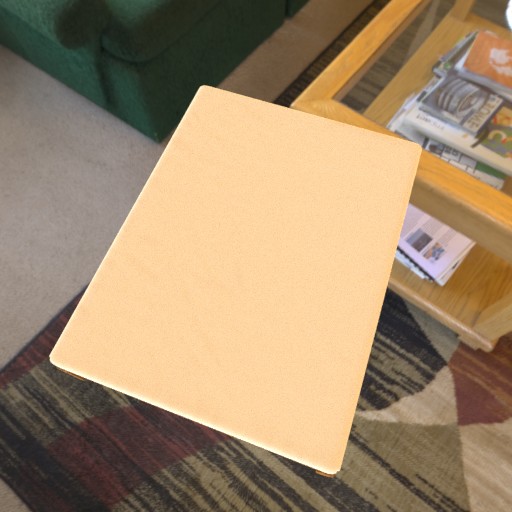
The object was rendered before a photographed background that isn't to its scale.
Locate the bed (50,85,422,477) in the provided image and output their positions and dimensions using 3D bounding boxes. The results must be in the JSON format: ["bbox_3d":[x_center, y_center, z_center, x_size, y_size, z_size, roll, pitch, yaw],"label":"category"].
[{"bbox_3d":[0.000,0.000,2.703,1.536,0.431,2.016,18,66,8],"label":"bed"}]
